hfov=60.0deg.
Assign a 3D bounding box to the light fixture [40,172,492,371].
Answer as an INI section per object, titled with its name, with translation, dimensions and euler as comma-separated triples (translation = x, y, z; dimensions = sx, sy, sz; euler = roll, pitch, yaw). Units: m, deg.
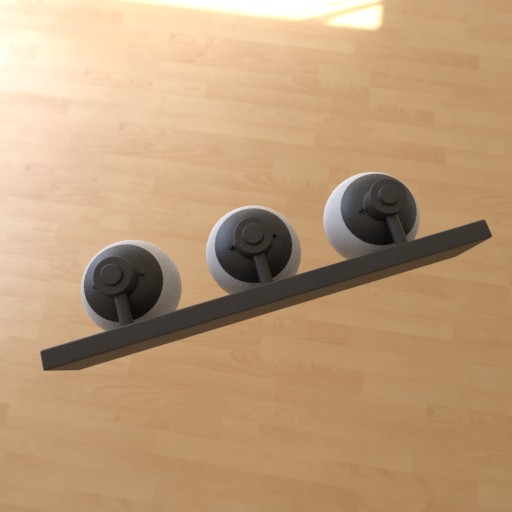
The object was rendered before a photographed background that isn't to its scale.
[light fixture]
translation = 0.000, 0.000, 0.831
dimensions = 0.721, 0.263, 0.218
euler = -16, 77, -4
